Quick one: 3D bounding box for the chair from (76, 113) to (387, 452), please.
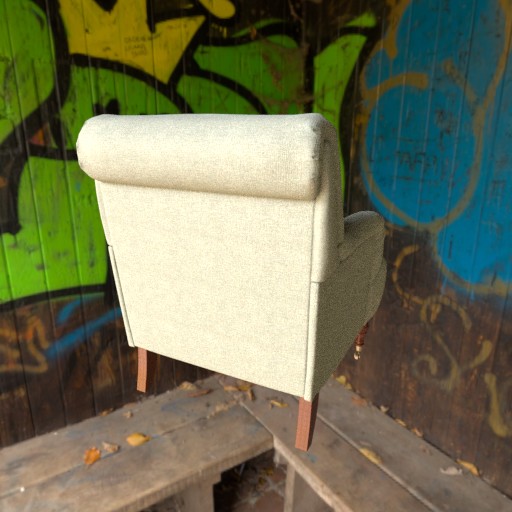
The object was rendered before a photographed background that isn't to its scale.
[{"bbox_3d":[0.000,0.000,1.938,0.964,1.178,1.060,9,19,27],"label":"chair"}]
